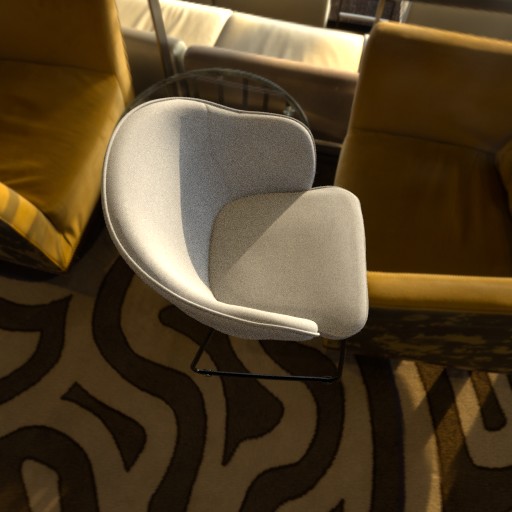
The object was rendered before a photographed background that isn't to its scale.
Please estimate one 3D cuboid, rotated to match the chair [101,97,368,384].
[{"bbox_3d":[0.000,0.000,1.209,0.592,0.817,0.570,2,63,1],"label":"chair"}]
